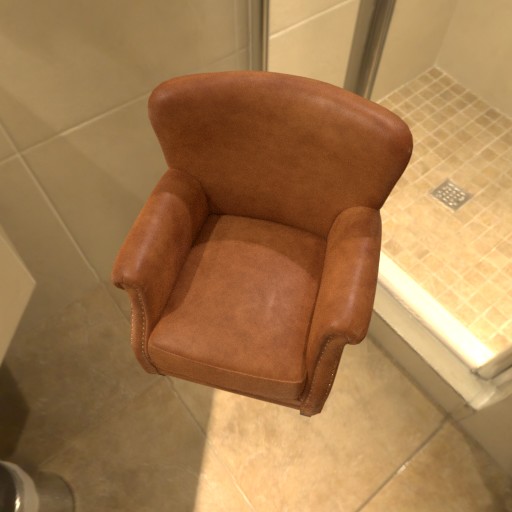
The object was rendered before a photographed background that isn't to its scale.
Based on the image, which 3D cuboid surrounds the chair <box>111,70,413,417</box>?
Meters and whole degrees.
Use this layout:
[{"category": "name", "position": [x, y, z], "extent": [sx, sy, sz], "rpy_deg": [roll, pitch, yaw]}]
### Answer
[{"category": "chair", "position": [0.000, 0.000, 1.626], "extent": [0.861, 0.936, 0.921], "rpy_deg": [12, 59, 8]}]
